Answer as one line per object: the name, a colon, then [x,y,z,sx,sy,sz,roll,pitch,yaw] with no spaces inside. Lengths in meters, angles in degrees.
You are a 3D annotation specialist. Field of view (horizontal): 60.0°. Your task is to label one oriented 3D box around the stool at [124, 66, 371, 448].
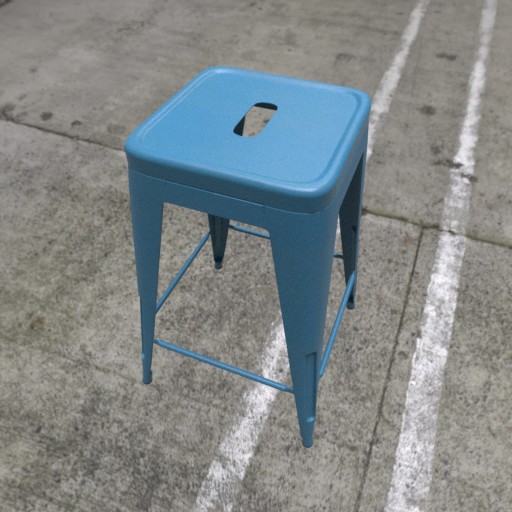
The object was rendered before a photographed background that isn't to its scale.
stool: [0.000,0.000,0.887,0.410,0.608,0.410,16,48,15]
